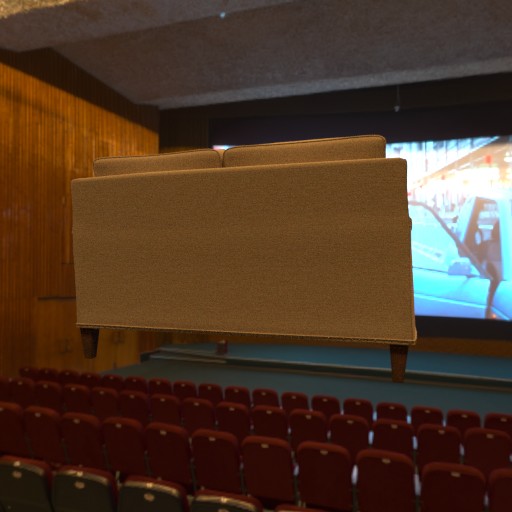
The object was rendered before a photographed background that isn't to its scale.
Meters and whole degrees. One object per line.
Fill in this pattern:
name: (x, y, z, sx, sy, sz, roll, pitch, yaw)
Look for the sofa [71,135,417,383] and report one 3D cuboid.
sofa: (0.000, 0.000, 2.356, 1.597, 1.003, 1.084, 0, -1, 17)
